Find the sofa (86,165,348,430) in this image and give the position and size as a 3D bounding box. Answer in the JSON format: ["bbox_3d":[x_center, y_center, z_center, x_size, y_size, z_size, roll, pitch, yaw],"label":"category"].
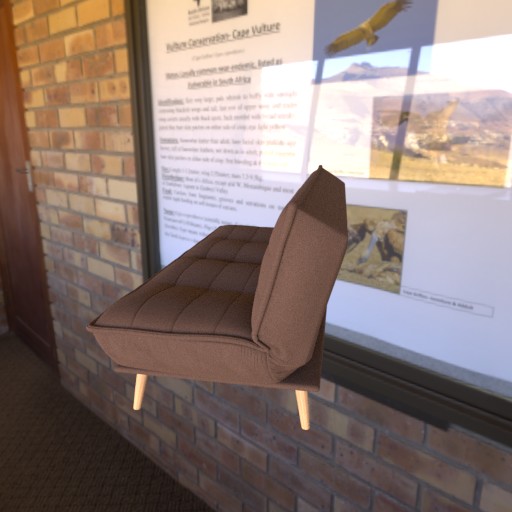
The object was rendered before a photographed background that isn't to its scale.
[{"bbox_3d":[0.000,0.000,2.463,0.950,0.890,1.940,3,16,10],"label":"sofa"}]
